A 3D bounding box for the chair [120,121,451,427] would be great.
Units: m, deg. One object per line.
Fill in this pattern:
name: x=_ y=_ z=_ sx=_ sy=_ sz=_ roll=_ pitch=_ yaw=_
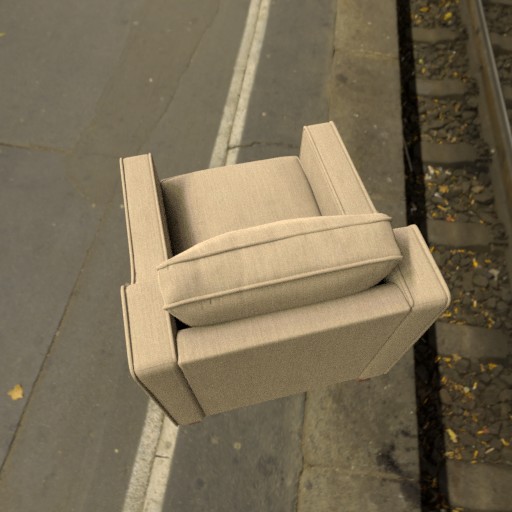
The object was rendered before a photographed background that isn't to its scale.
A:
chair: x=0.000 y=0.000 z=1.609 sx=0.831 sy=0.960 sz=0.909 roll=-12 pitch=60 yaw=-7
